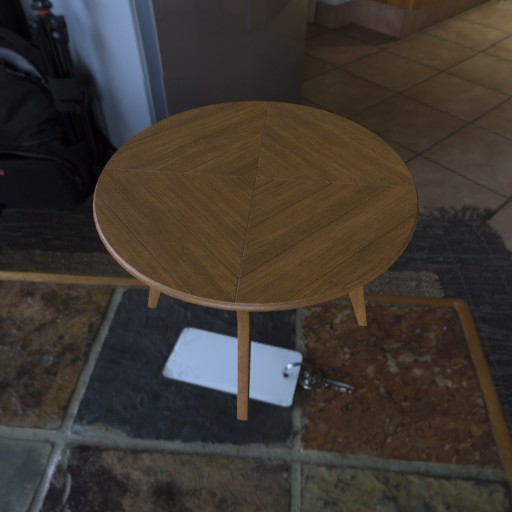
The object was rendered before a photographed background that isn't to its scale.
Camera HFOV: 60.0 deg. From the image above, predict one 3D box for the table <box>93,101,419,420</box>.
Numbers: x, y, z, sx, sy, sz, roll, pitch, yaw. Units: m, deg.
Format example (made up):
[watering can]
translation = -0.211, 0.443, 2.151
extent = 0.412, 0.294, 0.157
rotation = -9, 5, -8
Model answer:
[table]
translation = 0.000, 0.000, 1.744
extent = 1.055, 0.757, 1.055
rotation = 0, 47, 0
